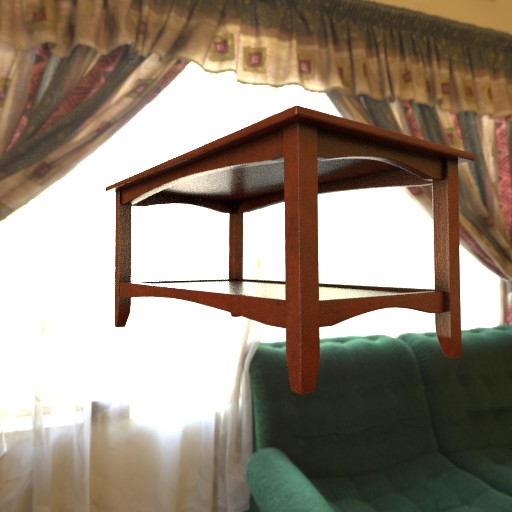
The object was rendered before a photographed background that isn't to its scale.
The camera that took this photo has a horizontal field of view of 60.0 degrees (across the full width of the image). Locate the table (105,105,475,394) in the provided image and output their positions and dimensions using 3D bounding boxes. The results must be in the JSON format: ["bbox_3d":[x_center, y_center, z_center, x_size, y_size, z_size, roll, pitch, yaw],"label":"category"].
[{"bbox_3d":[0.000,0.000,1.217,0.533,0.456,0.943,0,-1,-36],"label":"table"}]
